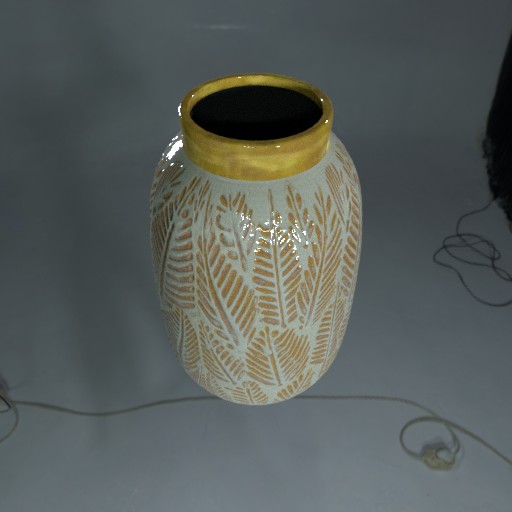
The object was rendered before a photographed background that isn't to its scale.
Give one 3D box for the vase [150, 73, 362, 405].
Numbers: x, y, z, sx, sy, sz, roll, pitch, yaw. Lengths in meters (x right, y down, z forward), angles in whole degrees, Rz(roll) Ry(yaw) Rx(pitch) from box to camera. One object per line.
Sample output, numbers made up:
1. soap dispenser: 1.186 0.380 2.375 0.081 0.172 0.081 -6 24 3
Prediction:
1. vase: 0.000 0.000 0.373 0.172 0.270 0.172 0 45 0
